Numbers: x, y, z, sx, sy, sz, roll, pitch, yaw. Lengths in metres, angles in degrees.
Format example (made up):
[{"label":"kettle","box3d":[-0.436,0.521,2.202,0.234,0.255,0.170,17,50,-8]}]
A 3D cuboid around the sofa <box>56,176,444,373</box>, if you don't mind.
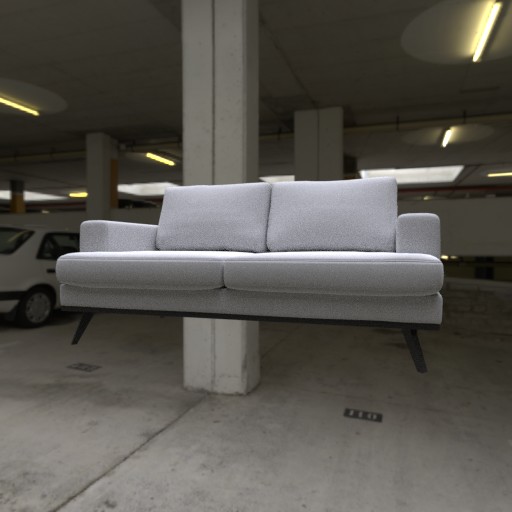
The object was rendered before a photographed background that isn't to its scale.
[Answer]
[{"label":"sofa","box3d":[0.000,0.000,2.198,1.650,0.810,0.920,0,1,18]}]
